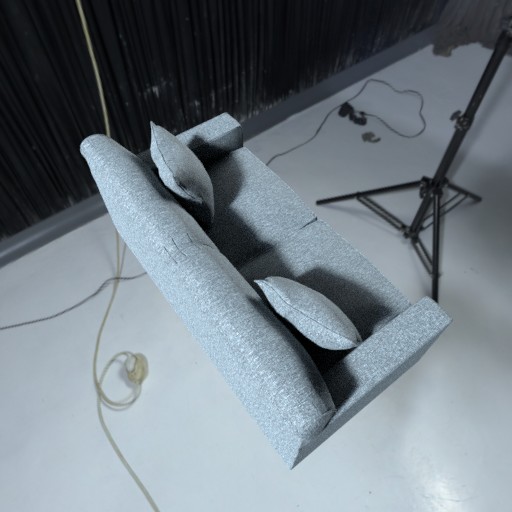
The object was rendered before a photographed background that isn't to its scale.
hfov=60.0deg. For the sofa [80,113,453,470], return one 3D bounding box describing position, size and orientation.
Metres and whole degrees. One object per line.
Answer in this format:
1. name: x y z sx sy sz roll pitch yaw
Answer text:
1. sofa: 0.000 0.000 2.433 0.998 0.958 1.846 -32 62 -19
